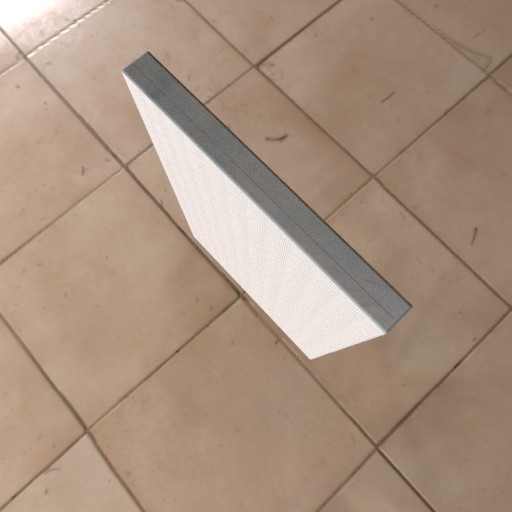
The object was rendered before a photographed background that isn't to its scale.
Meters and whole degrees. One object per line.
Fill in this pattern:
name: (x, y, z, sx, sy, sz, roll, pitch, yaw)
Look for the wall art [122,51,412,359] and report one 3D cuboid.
wall art: (0.000, 0.000, 1.136, 0.061, 0.911, 0.609, -42, 79, -10)
